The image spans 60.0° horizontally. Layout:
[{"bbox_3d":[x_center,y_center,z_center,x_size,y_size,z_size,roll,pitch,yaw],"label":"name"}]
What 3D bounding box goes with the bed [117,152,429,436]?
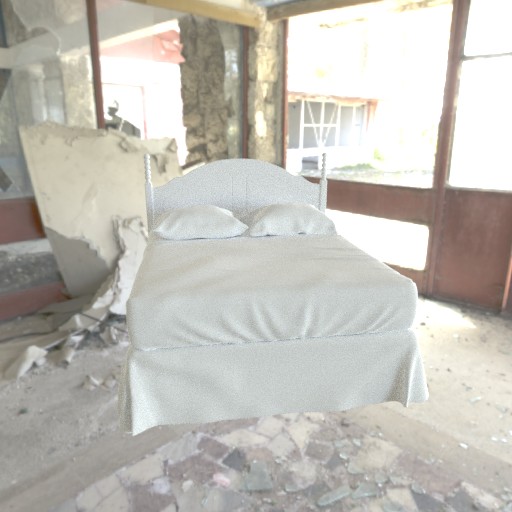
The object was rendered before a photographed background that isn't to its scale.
[{"bbox_3d":[0.000,0.000,3.200,1.873,1.356,2.040,-2,16,-9],"label":"bed"}]
